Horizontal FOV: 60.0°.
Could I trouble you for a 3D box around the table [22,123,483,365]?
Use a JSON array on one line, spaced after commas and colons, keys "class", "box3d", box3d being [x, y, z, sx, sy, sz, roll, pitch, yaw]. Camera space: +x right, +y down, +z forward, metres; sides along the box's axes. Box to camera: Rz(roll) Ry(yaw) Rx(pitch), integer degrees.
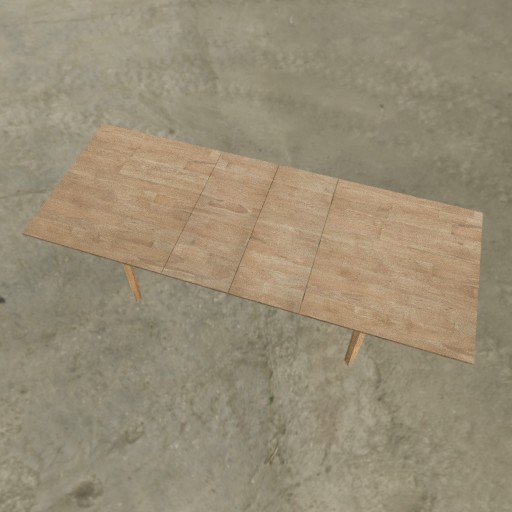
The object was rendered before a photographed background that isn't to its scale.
[{"class": "table", "box3d": [0.000, 0.000, 2.994, 2.603, 0.752, 1.000, 15, 59, 9]}]
